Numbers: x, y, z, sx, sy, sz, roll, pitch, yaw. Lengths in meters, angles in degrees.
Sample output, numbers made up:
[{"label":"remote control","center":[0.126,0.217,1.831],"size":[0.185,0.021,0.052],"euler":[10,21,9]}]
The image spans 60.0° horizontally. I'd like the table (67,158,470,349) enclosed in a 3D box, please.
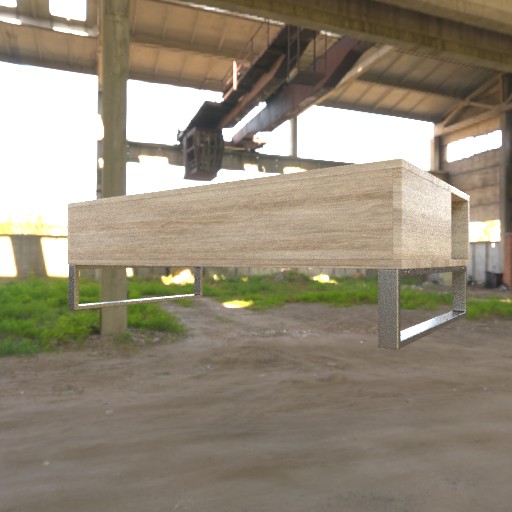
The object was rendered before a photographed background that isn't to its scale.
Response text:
[{"label":"table","center":[0.000,0.000,1.372],"size":[1.100,0.350,0.600],"euler":[0,-1,36]}]
